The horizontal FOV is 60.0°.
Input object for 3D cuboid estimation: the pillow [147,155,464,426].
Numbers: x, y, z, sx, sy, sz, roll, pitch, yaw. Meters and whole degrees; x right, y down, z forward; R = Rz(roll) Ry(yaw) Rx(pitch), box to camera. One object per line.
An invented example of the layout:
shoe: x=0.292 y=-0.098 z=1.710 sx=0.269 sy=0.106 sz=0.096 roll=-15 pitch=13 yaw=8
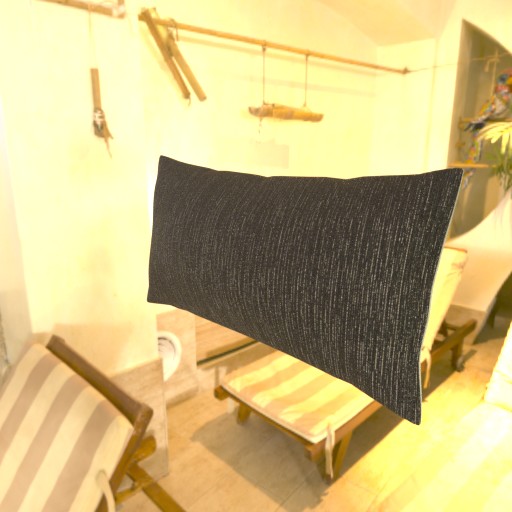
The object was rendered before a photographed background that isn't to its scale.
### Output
pillow: x=0.000 y=0.000 z=0.722 sx=0.608 sy=0.305 sz=0.156 roll=14 pitch=20 yaw=43
